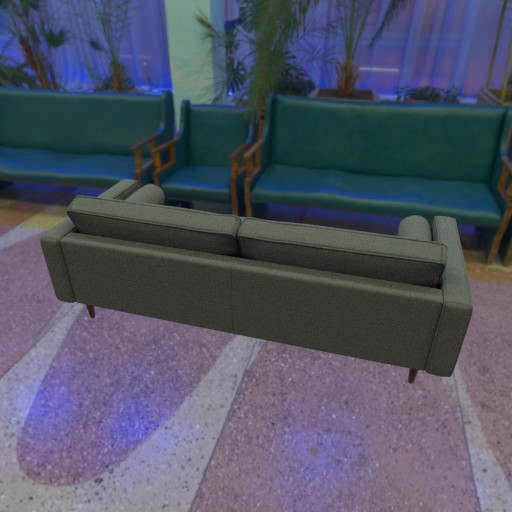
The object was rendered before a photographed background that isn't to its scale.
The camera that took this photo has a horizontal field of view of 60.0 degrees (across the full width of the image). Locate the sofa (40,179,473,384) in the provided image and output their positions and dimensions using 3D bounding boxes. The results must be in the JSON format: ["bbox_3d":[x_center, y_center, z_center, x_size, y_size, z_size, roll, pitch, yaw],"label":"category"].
[{"bbox_3d":[0.000,0.000,2.599,2.198,0.762,0.914,9,33,14],"label":"sofa"}]
